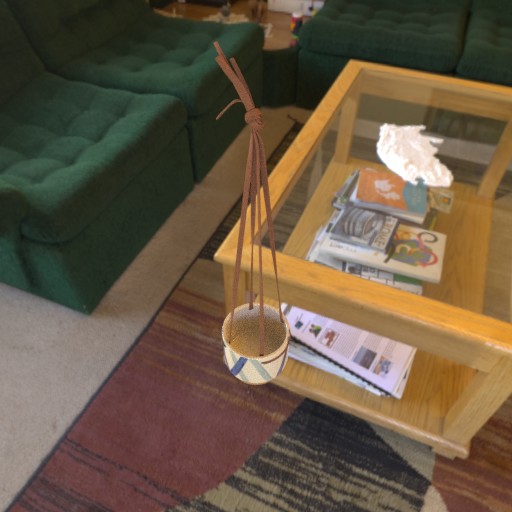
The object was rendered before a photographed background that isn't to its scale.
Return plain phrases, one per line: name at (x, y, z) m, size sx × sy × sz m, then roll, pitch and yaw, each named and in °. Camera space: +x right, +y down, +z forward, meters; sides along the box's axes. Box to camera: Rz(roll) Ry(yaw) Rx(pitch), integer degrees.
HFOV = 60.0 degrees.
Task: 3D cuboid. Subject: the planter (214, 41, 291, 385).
planter at (0.000, 0.000, 0.819) m, size 0.157 × 0.753 × 0.153 m, roll 4°, pitch 46°, yaw 4°
